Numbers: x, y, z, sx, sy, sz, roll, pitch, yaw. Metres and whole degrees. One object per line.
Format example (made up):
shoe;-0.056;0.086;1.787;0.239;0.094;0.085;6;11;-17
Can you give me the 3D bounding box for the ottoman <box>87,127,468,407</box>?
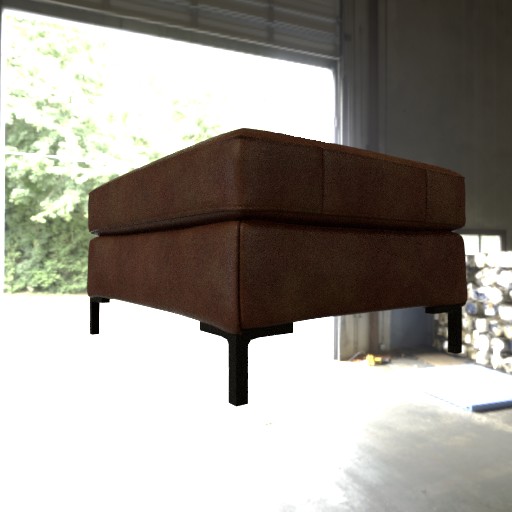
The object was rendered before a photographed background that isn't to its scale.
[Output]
ottoman;0.000;0.000;1.710;0.965;0.667;1.186;0;0;-36
